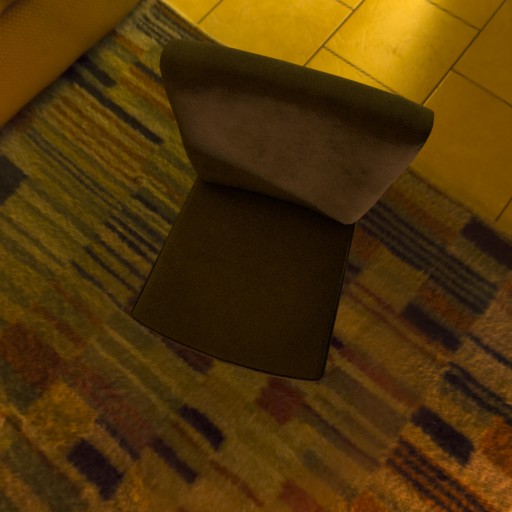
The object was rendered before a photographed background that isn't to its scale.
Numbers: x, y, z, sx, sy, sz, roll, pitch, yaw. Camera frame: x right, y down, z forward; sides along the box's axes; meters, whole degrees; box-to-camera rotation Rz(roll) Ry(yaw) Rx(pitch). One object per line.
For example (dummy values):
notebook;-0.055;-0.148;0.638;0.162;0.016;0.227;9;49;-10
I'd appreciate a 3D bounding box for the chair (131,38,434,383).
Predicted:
chair;0.000;0.000;1.136;0.521;0.806;0.554;18;75;5
